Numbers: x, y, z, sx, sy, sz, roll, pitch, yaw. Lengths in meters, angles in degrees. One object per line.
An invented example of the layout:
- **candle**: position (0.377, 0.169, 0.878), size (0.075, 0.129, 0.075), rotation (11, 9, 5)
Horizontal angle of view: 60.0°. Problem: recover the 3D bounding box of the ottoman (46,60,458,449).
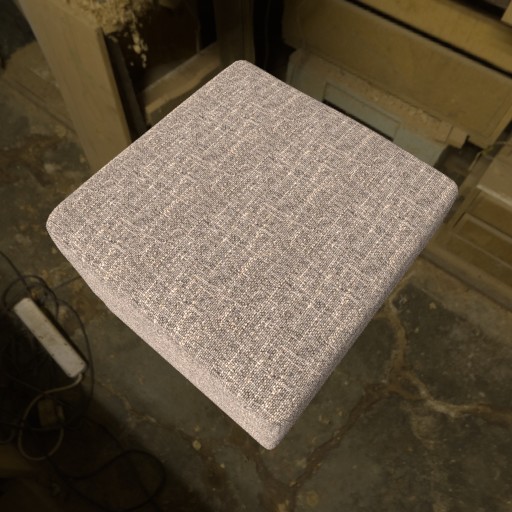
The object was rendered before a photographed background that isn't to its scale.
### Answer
- **ottoman**: position (0.000, 0.000, 0.908), size (0.512, 0.453, 0.521), rotation (36, 68, 17)
